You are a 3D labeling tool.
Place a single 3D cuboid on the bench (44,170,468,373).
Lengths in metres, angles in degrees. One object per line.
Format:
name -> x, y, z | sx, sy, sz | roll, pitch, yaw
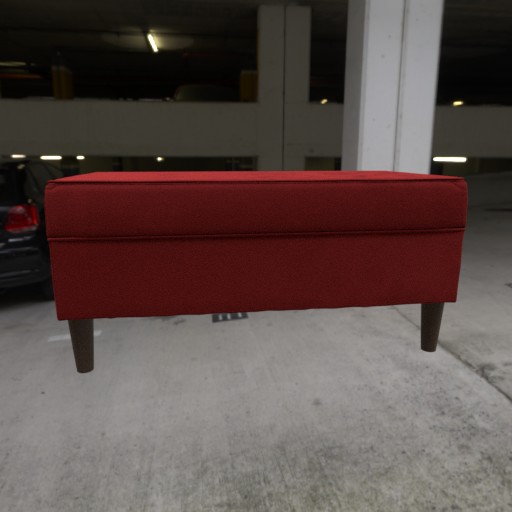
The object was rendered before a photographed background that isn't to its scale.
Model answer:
bench -> 0.000, 0.000, 1.298 | 1.016, 0.471, 0.492 | -2, 13, -7
